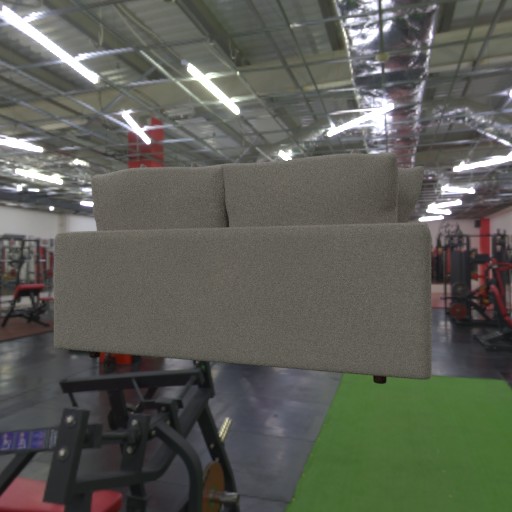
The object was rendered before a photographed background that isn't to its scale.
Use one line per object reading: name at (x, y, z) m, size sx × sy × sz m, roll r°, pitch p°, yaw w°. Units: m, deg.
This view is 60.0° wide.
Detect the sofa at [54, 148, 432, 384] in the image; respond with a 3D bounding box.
sofa at (0.000, 0.000, 2.593) m, size 1.869 × 1.080 × 1.228 m, roll 0°, pitch -1°, yaw 20°
